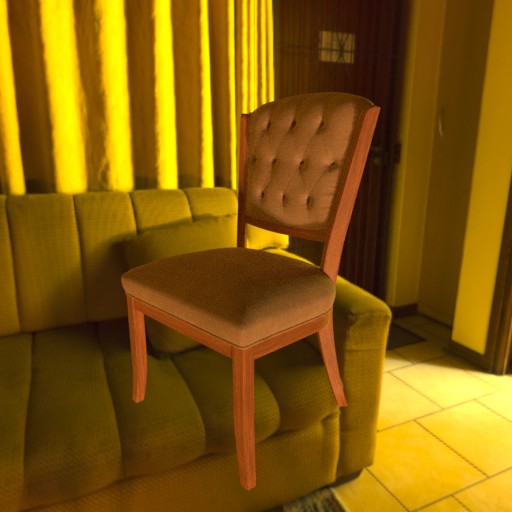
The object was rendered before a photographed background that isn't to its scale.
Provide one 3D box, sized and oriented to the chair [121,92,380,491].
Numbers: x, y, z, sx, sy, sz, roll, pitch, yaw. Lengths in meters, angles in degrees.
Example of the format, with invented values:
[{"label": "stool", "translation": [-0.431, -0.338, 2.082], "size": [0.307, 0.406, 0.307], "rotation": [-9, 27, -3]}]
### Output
[{"label": "chair", "translation": [0.000, 0.000, 1.259], "size": [0.584, 0.905, 0.513], "rotation": [-15, 21, -43]}]
